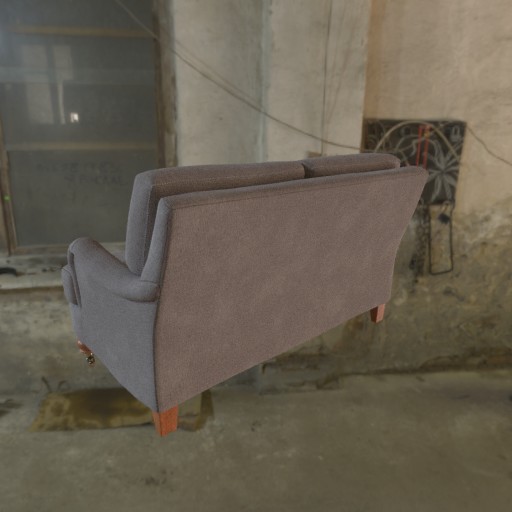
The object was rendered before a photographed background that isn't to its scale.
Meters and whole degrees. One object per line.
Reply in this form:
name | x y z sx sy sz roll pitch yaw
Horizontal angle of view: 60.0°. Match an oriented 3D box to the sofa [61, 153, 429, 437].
sofa | 0.000 0.000 2.496 1.853 1.101 1.084 -15 22 -41
